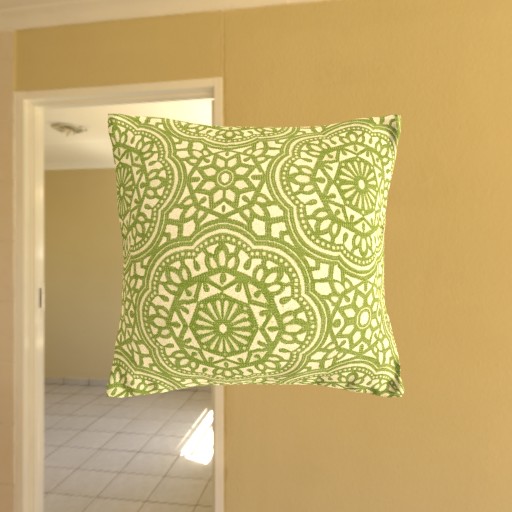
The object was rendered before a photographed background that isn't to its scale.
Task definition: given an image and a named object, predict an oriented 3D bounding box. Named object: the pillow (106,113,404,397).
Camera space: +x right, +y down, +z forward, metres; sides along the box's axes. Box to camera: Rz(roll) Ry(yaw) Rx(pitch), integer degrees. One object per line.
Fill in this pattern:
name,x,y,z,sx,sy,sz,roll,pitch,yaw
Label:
pillow,0.000,0.000,0.654,0.440,0.419,0.162,0,0,-1
